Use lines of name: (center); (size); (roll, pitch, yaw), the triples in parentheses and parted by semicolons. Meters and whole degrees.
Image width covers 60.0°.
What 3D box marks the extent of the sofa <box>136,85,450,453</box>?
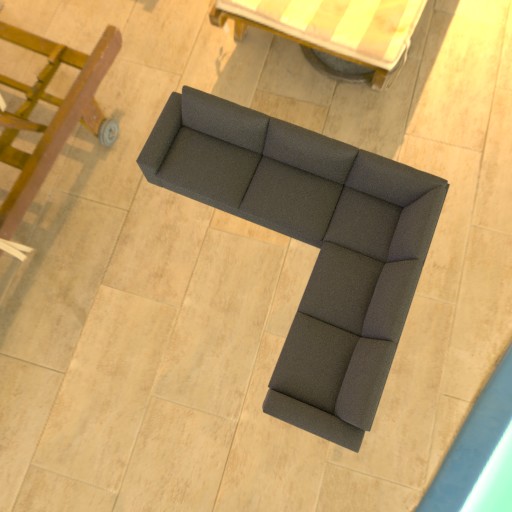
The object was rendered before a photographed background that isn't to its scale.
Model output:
sofa: (0.000, 0.000, 4.788); (3.277, 0.965, 2.895); (22, 77, 5)
